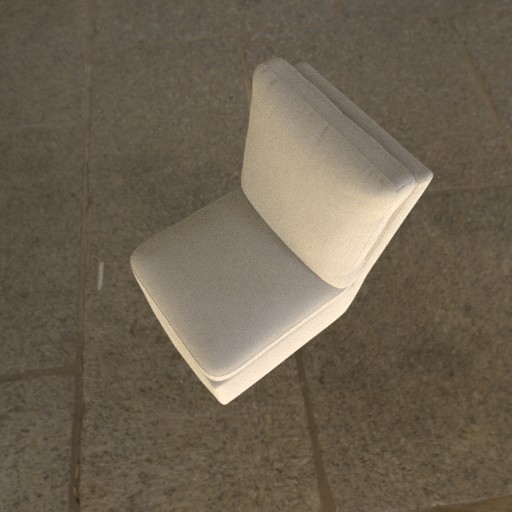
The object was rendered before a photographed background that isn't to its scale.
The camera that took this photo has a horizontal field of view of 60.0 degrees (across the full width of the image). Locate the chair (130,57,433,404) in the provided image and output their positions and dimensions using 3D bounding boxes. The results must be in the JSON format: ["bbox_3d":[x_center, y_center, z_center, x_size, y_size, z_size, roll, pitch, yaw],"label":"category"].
[{"bbox_3d":[0.000,0.000,1.369,0.698,0.927,0.503,-34,69,-15],"label":"chair"}]
